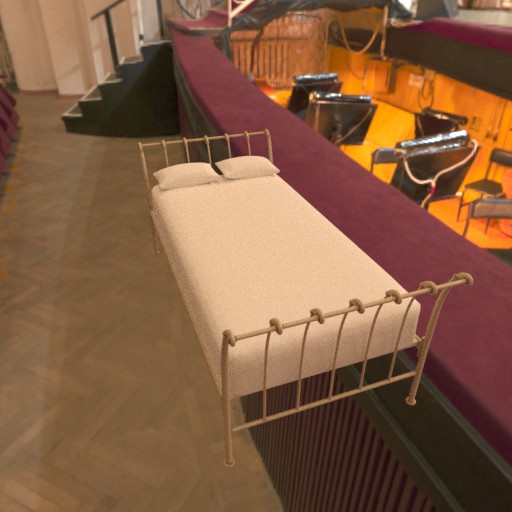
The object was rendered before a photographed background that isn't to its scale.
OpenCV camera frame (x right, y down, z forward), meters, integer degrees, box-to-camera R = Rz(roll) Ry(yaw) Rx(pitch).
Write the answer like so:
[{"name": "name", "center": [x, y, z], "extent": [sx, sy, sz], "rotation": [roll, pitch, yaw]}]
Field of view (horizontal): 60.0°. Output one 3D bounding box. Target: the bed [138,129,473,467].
[{"name": "bed", "center": [0.000, 0.000, 2.696], "extent": [1.032, 0.873, 2.228], "rotation": [-11, 33, -17]}]
